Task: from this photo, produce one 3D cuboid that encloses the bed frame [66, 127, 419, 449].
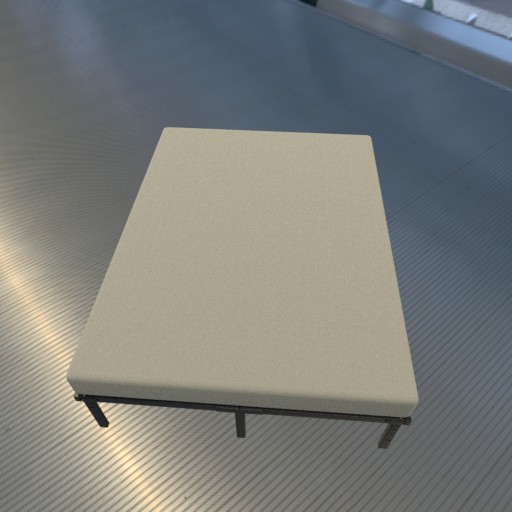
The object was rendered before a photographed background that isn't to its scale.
[{"bbox_3d":[0.000,0.000,3.541,1.990,0.680,2.635,3,47,3],"label":"bed frame"}]
